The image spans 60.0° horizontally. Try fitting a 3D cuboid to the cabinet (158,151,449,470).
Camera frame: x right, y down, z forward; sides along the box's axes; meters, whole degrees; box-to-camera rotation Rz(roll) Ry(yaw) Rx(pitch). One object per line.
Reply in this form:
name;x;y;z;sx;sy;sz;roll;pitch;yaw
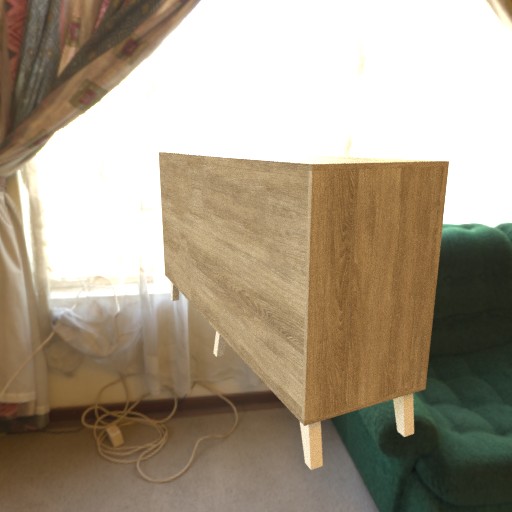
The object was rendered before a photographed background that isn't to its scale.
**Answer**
cabinet;0.000;0.000;1.958;0.450;0.870;1.600;-7;16;-24
